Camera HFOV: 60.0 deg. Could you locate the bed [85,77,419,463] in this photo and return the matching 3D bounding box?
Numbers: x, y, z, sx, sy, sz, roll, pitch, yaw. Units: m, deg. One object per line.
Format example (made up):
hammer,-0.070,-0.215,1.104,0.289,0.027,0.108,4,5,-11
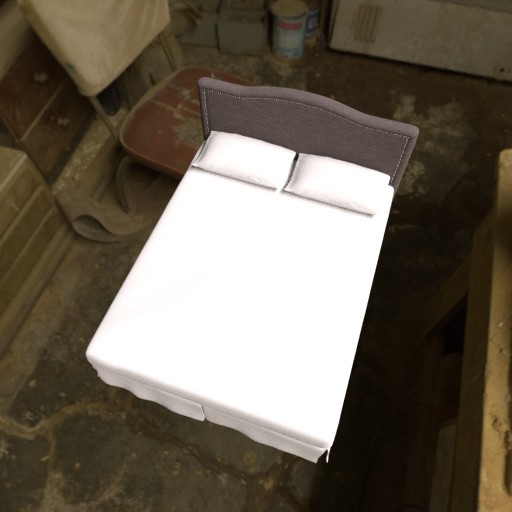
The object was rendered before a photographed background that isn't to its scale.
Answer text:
bed,0.000,0.000,3.881,2.161,1.457,2.689,17,60,10
